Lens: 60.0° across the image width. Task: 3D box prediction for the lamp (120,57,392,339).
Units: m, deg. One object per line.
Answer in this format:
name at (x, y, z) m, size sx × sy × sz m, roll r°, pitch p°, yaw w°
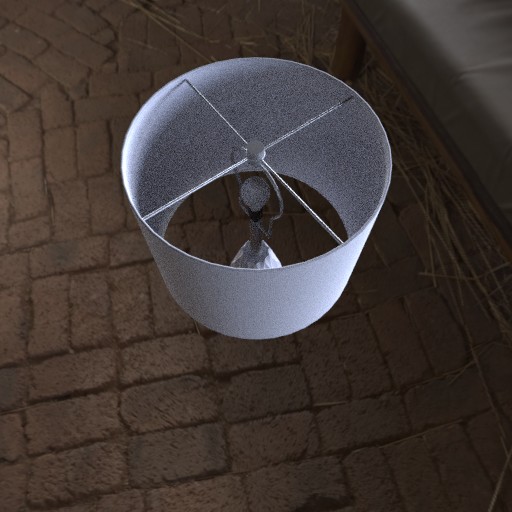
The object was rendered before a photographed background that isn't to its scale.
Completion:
lamp at (0.000, 0.000, 0.717) m, size 0.297 × 0.522 × 0.297 m, roll 0°, pitch 63°, yaw 0°
